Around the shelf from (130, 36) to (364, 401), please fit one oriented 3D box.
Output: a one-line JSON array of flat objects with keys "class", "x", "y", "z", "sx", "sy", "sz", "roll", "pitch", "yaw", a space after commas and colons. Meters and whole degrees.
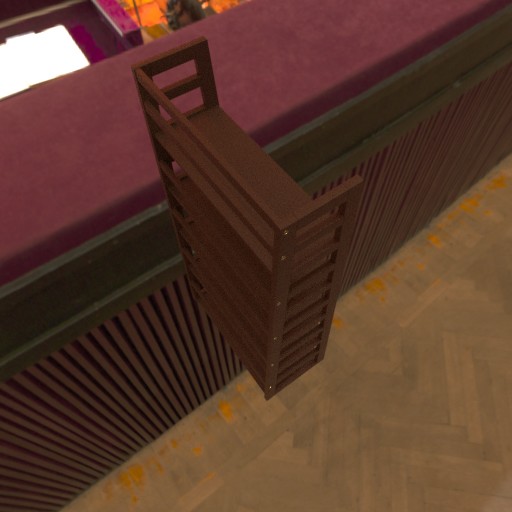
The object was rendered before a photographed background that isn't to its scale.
[{"class": "shelf", "x": 0.000, "y": 0.000, "z": 1.936, "sx": 0.403, "sy": 1.600, "sz": 0.763, "roll": -31, "pitch": 63, "yaw": -18}]
